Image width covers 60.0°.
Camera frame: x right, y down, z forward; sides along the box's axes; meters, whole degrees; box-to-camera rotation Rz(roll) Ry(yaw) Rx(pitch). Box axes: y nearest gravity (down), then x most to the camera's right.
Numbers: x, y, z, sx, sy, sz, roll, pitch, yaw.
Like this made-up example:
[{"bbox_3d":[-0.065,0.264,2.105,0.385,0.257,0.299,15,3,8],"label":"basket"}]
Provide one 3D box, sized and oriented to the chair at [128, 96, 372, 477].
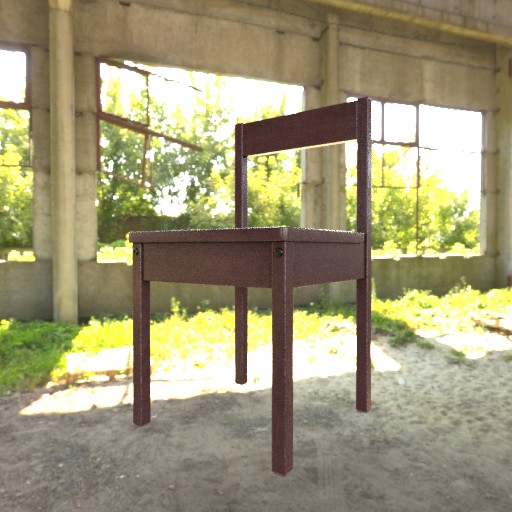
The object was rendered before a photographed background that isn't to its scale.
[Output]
[{"bbox_3d":[0.000,0.000,0.909,0.367,0.668,0.361,1,1,36],"label":"chair"}]
